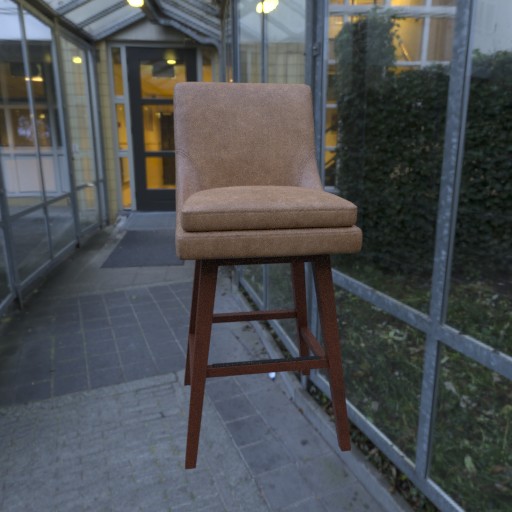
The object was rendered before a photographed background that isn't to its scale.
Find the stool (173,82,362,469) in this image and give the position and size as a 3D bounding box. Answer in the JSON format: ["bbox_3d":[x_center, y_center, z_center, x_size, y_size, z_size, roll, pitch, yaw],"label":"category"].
[{"bbox_3d":[0.000,0.000,1.393,0.487,1.079,0.572,-2,15,-9],"label":"stool"}]
